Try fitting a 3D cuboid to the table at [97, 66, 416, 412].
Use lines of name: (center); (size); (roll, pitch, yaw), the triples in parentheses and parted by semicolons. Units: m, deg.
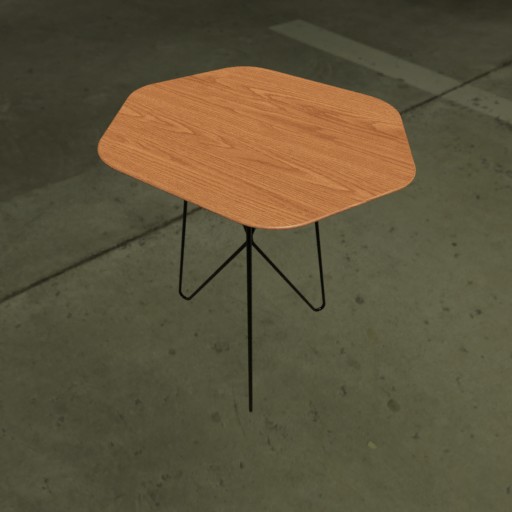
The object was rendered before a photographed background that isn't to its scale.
table: (0.000, 0.000, 0.884); (0.500, 0.562, 0.400); (25, 50, 23)
